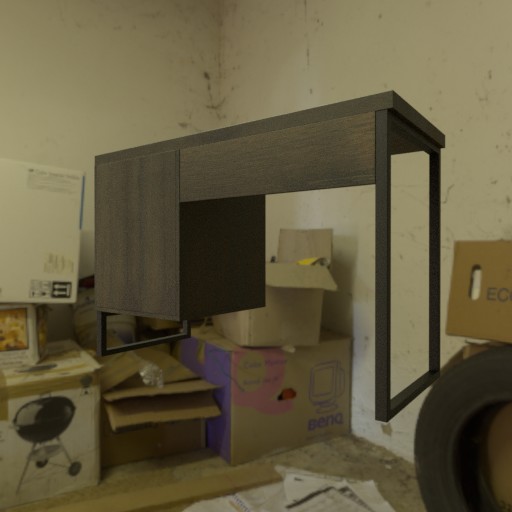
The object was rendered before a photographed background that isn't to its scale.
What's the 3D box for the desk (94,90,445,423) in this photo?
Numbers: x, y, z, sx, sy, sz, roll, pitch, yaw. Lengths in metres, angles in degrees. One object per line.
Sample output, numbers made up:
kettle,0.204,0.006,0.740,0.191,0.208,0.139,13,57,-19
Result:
desk,0.000,0.000,1.536,1.134,0.752,0.511,0,0,36
